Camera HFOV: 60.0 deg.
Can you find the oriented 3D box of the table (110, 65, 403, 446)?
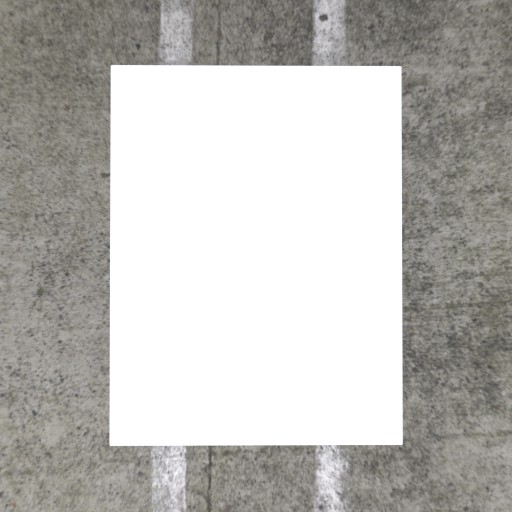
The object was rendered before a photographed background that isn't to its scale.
[{"bbox_3d":[0.000,0.000,0.781,0.399,0.357,0.517,0,89,0],"label":"table"}]
